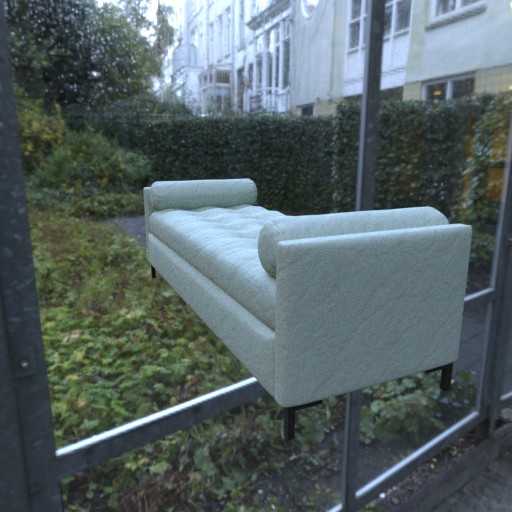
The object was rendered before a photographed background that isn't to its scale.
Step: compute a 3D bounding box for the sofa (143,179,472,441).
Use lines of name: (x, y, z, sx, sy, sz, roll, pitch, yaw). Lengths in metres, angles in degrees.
sofa: (0.000, 0.000, 2.411, 0.796, 0.705, 2.102, -6, 15, -24)
